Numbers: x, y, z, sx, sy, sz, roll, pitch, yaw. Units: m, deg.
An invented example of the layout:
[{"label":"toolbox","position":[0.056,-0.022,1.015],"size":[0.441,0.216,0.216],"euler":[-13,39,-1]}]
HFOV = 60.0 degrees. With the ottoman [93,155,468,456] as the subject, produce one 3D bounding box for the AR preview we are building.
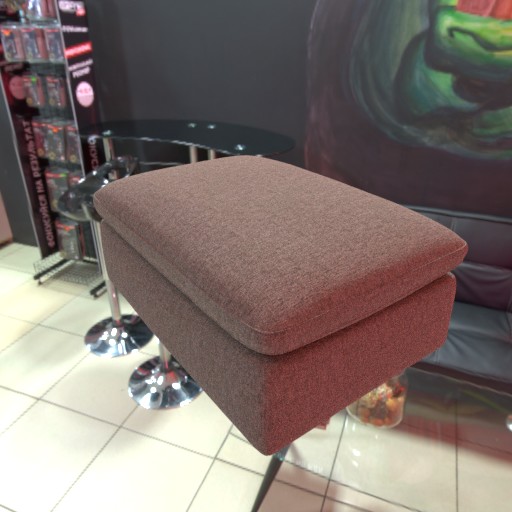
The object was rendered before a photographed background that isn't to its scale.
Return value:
[{"label":"ottoman","position":[0.000,0.000,1.347],"size":[0.694,0.451,0.977],"euler":[-19,33,-32]}]
